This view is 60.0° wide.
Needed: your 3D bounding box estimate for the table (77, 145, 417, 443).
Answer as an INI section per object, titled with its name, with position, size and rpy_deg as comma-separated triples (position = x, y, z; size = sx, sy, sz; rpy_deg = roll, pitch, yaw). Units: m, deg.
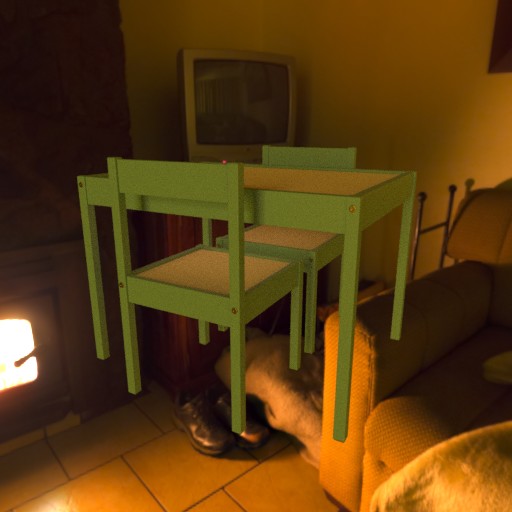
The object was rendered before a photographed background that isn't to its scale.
[table]
position = 0.000, 0.000, 1.093
size = 0.639, 0.503, 0.633
rpy_deg = 9, 19, 28
